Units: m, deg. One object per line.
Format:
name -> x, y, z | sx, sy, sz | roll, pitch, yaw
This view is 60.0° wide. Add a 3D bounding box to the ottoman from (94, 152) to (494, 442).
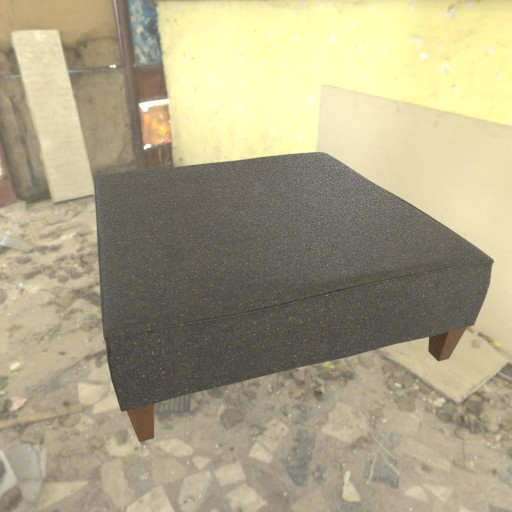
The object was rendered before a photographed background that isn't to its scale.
ottoman -> 0.000, 0.000, 1.483 | 0.968, 0.382, 1.004 | -9, 31, -16
